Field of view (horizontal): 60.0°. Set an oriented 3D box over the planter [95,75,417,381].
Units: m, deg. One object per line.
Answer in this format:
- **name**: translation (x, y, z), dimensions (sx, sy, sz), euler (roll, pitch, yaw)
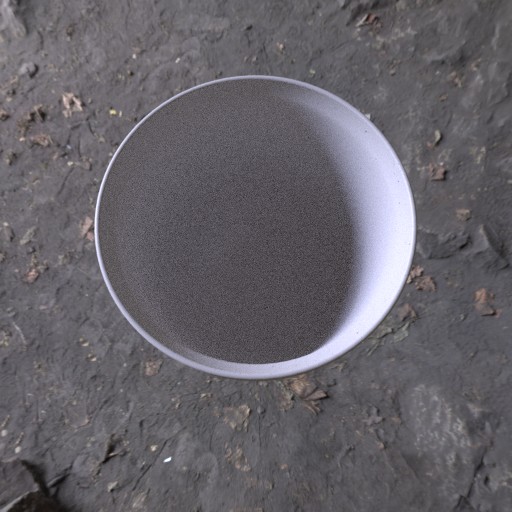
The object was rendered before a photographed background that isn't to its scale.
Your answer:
- **planter**: translation (0.000, 0.000, 0.495), dimensions (0.268, 0.270, 0.268), euler (0, 75, 0)
